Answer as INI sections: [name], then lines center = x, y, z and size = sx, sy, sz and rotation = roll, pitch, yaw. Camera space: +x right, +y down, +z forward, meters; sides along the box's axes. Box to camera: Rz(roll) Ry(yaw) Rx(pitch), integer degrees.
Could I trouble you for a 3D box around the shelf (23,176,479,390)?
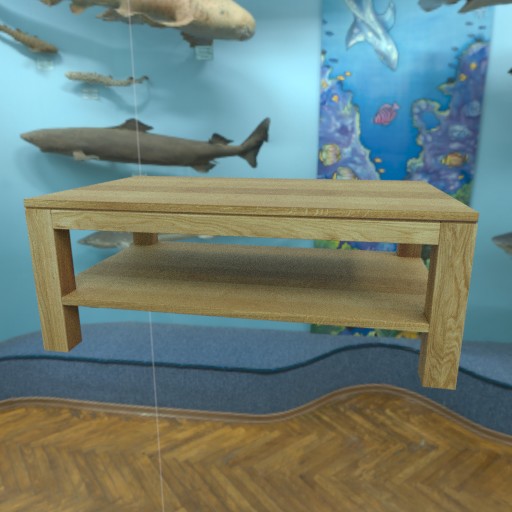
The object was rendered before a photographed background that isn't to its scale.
[shelf]
center = 0.000, 0.000, 1.486
size = 1.150, 0.450, 0.700
rotation = 3, 16, 10
